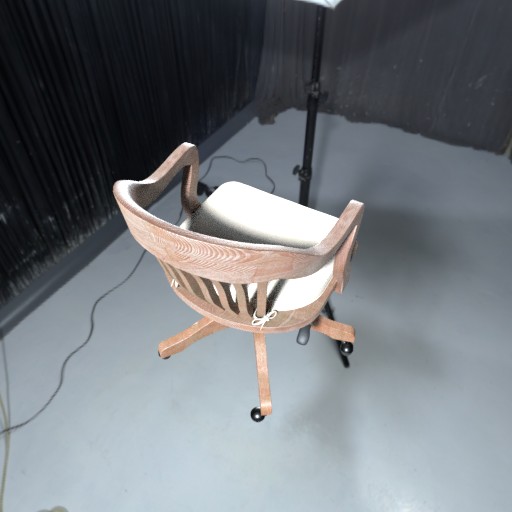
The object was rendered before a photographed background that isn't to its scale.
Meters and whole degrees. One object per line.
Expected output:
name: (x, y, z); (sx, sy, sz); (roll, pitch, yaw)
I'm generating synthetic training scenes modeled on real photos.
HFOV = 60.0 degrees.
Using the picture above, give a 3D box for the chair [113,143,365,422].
chair: (0.000, 0.000, 1.469); (0.750, 0.878, 0.788); (23, 50, 21)
